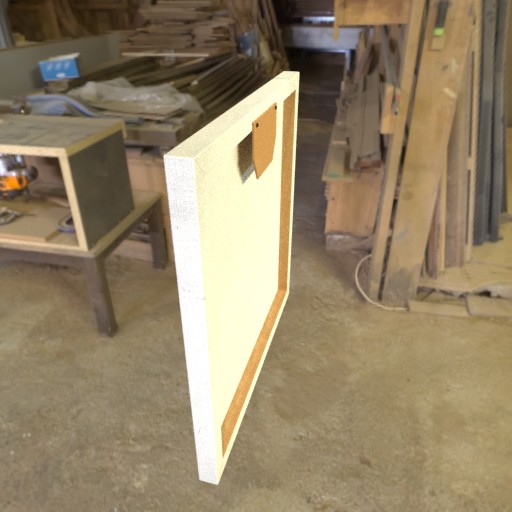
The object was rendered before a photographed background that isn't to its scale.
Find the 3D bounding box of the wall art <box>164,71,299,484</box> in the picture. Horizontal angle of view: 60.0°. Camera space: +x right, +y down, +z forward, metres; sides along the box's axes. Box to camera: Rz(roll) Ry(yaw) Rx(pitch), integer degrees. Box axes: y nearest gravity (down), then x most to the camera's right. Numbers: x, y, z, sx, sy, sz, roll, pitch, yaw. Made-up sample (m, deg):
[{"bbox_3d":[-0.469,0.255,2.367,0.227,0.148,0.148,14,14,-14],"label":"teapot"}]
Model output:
[{"bbox_3d":[0.000,0.000,0.891,0.044,0.605,0.605,8,32,13],"label":"wall art"}]
